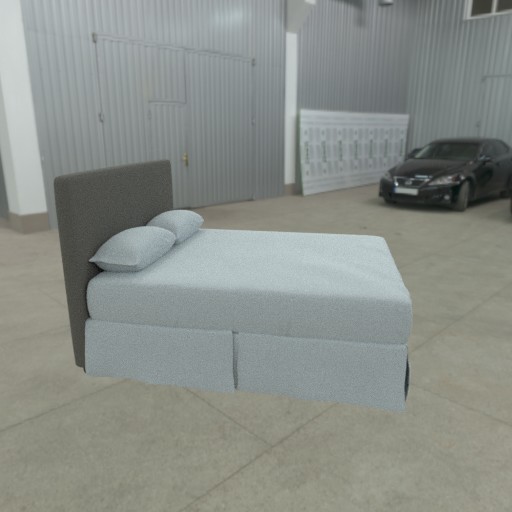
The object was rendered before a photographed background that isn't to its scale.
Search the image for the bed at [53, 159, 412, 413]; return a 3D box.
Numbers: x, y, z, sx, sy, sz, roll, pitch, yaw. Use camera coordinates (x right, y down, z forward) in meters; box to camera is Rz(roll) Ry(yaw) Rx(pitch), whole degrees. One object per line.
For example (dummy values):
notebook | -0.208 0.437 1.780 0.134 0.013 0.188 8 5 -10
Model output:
bed | 0.000 0.000 3.349 2.142 1.330 1.748 3 16 10
